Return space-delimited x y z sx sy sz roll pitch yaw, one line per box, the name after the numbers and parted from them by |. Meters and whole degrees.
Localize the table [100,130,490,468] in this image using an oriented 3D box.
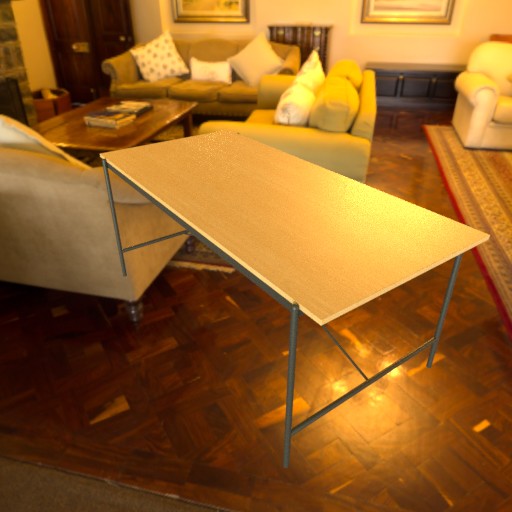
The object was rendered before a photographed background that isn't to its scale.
0.000 0.000 2.258 0.900 0.758 1.800 -20 36 -30 | table
